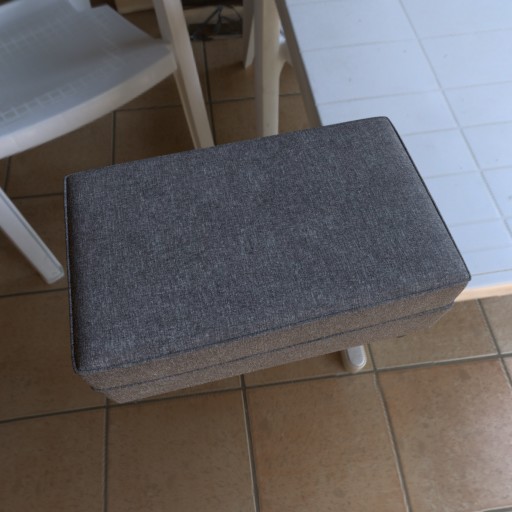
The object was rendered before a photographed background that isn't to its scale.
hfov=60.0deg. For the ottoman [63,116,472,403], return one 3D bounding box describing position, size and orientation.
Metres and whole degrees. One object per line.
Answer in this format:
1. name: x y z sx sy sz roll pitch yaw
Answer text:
1. ottoman: 0.000 0.000 1.554 1.184 0.487 0.717 -12 63 -6
